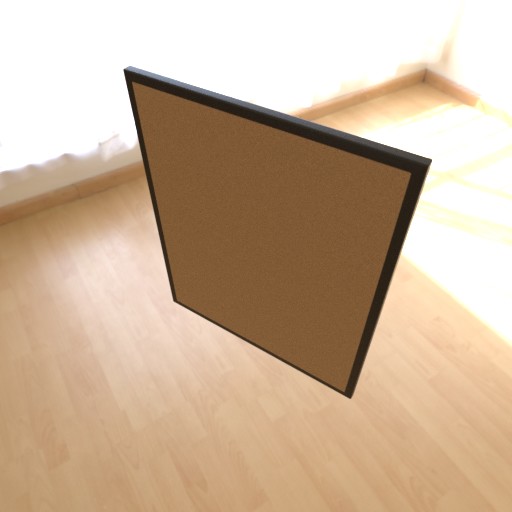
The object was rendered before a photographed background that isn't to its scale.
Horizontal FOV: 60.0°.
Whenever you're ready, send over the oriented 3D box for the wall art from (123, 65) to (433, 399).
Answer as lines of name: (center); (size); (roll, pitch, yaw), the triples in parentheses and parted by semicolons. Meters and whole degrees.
wall art: (0.000, 0.000, 0.812); (0.481, 0.582, 0.018); (25, 51, 22)
